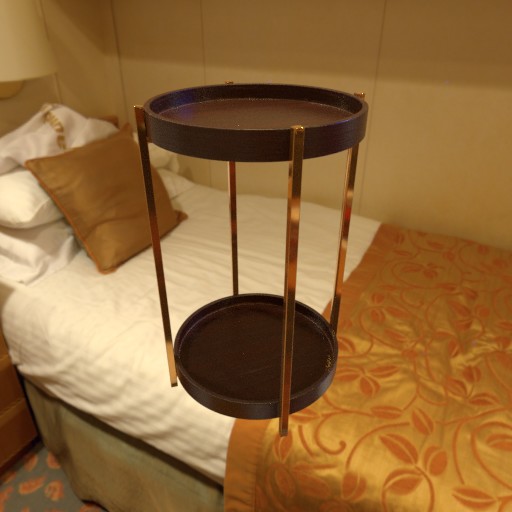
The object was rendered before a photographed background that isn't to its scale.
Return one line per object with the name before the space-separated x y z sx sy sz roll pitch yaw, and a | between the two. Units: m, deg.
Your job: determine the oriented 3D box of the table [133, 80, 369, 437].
table | 0.000 0.000 0.896 0.400 0.610 0.400 -8 31 -14
